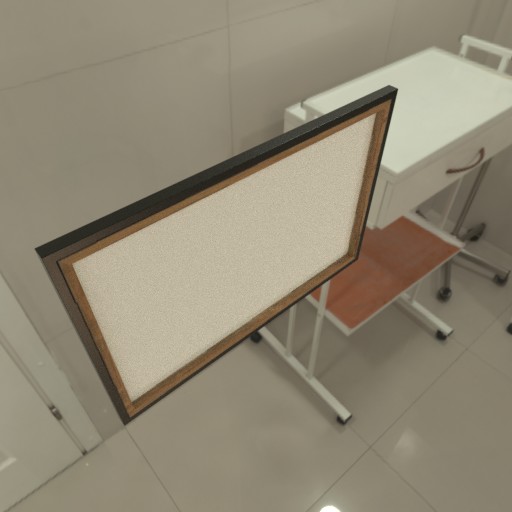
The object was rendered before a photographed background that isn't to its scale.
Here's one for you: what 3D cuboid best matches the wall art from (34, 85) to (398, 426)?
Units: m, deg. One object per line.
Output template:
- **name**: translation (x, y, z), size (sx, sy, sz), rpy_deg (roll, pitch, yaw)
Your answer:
- **wall art**: translation (0.000, 0.000, 0.817), size (0.659, 0.446, 0.022), rpy_deg (-31, 53, -27)
